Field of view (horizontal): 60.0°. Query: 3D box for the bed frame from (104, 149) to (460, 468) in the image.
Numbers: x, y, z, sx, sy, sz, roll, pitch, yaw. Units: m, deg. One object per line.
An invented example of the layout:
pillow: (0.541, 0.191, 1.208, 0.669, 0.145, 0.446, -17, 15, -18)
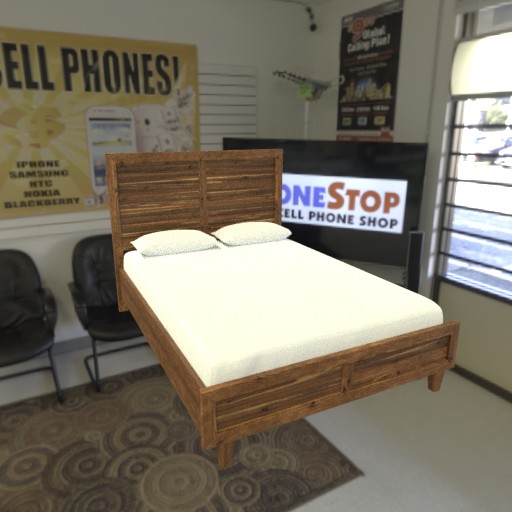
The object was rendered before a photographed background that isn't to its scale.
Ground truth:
bed frame: (0.000, 0.000, 3.292, 1.696, 1.417, 2.276, -8, 18, -26)
